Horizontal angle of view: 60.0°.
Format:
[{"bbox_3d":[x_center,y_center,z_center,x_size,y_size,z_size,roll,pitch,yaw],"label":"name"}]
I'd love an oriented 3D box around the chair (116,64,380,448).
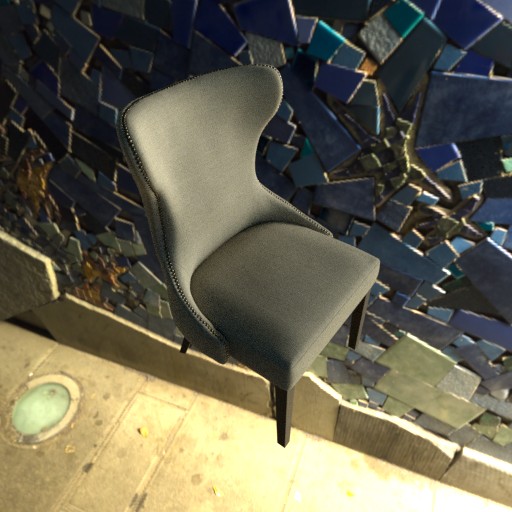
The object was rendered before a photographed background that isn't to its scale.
[{"bbox_3d":[0.000,0.000,1.397,0.635,0.967,0.628,26,48,27],"label":"chair"}]
